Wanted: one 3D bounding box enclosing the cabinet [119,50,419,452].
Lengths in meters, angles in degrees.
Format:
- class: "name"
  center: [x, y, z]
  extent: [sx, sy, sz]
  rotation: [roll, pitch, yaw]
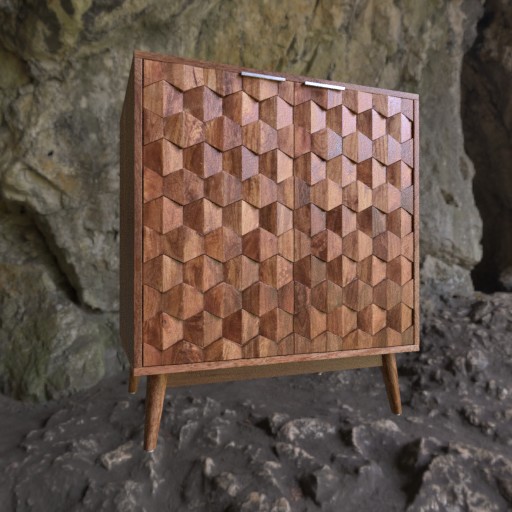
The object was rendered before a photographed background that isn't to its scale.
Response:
- class: "cabinet"
  center: [0.000, 0.000, 1.141]
  extent: [0.647, 0.758, 0.473]
  rotation: [0, 0, -20]
